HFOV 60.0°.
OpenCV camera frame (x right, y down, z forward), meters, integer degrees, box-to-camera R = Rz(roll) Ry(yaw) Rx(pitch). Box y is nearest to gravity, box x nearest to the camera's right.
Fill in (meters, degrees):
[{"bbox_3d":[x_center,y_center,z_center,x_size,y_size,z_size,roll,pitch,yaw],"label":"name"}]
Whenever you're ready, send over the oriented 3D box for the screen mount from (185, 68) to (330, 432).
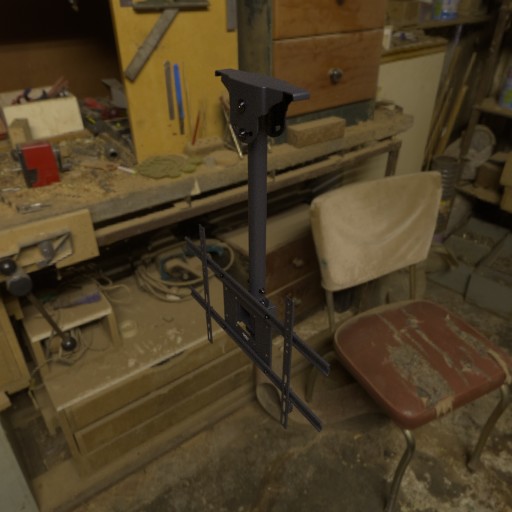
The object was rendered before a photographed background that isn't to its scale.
[{"bbox_3d":[0.000,0.000,1.030,0.090,0.775,0.595,-21,38,-29],"label":"screen mount"}]
